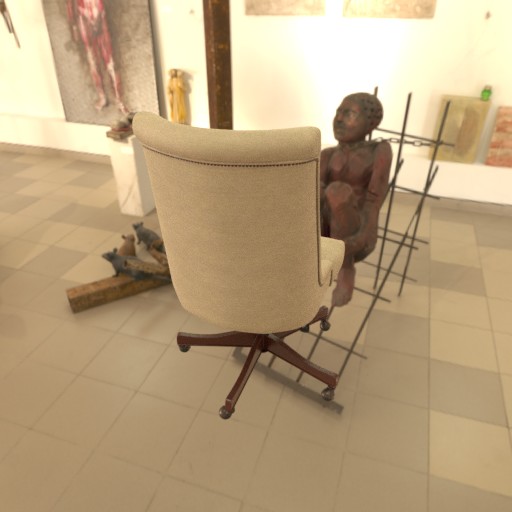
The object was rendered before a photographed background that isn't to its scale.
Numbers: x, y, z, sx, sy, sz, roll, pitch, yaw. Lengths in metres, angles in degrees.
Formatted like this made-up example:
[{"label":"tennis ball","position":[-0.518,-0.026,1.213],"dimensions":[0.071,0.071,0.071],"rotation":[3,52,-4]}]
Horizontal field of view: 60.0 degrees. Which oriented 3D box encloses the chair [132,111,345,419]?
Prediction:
[{"label":"chair","position":[0.000,0.000,1.458],"dimensions":[0.645,1.010,0.696],"rotation":[10,34,15]}]
